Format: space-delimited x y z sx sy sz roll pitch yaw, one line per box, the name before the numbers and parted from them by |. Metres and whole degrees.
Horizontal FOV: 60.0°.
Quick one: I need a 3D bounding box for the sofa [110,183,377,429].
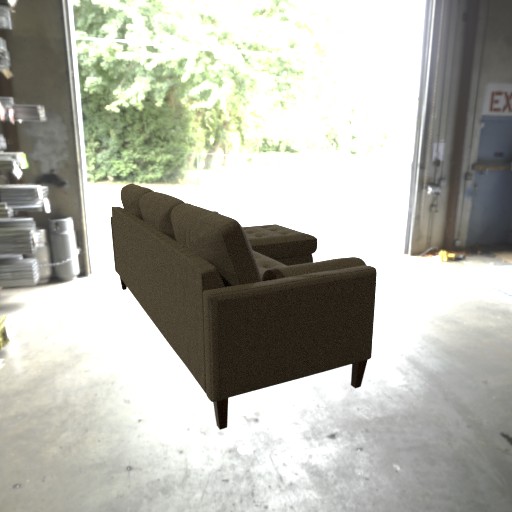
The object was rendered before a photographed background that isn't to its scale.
sofa | 0.000 0.000 2.955 1.506 0.875 2.178 -7 16 -26
